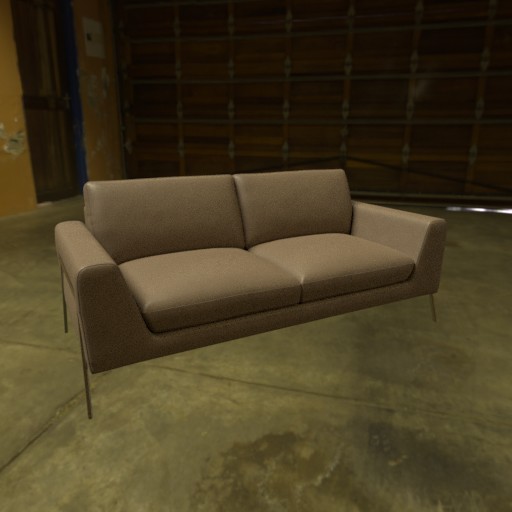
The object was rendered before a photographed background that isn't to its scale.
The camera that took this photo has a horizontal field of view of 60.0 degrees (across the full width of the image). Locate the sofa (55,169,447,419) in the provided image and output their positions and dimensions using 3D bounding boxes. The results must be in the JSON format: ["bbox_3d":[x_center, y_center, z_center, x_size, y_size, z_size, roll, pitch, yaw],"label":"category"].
[{"bbox_3d":[0.000,0.000,2.512,2.017,0.875,0.953,-8,18,-27],"label":"sofa"}]
